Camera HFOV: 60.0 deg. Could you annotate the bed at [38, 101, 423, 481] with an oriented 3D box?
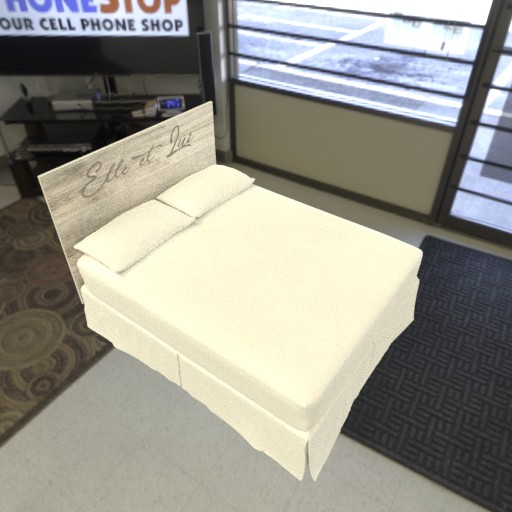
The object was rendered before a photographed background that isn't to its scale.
[{"bbox_3d":[0.000,0.000,3.176,2.094,1.335,1.745,25,45,28],"label":"bed"}]
